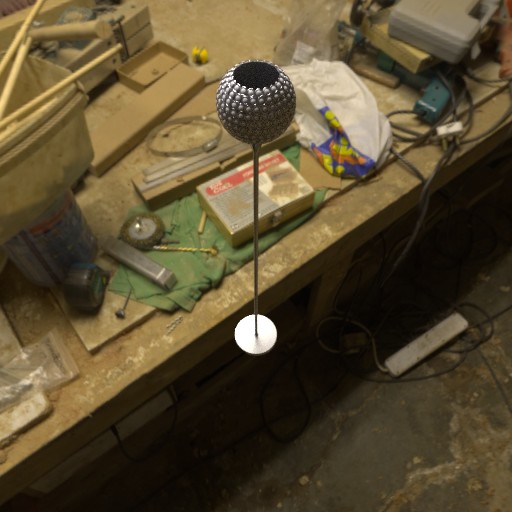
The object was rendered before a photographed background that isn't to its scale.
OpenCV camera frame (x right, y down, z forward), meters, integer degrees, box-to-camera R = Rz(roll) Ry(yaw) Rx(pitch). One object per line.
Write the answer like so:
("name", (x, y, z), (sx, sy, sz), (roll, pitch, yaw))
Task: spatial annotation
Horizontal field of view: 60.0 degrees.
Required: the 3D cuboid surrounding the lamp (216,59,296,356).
("lamp", (0.000, 0.000, 1.945), (0.254, 1.805, 0.254), (0, 57, 0))
